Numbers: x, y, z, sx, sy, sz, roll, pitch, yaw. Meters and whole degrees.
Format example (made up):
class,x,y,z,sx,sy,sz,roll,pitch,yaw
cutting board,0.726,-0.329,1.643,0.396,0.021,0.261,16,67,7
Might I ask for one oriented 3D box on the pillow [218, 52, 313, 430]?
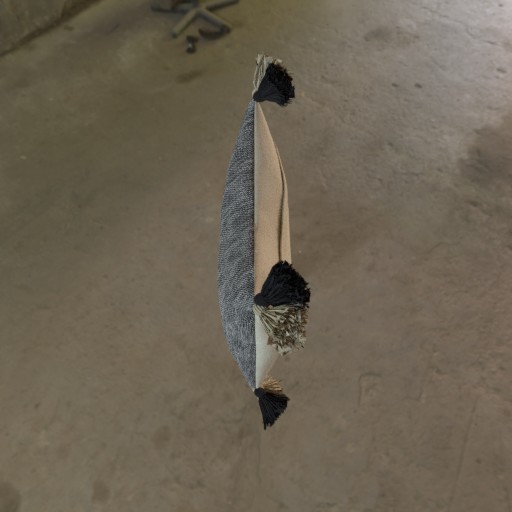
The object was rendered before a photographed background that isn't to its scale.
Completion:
class,x,y,z,sx,sy,sz,roll,pitch,yaw
pillow,0.000,0.000,1.000,0.170,0.659,0.654,0,59,0
